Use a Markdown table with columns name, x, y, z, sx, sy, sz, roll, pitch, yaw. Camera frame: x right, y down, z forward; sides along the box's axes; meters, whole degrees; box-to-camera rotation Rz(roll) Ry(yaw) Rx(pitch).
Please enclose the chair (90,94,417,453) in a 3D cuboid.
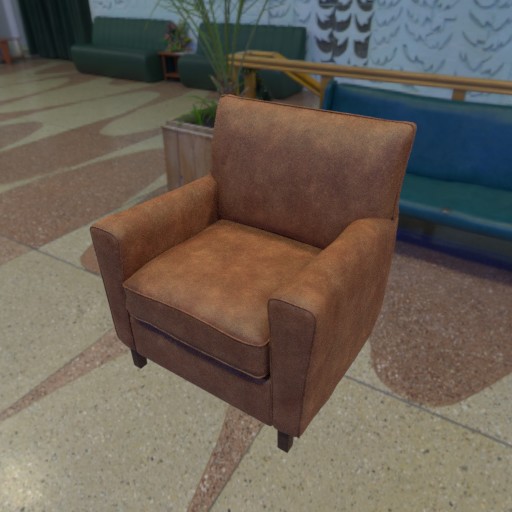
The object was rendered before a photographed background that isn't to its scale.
| name | x | y | z | sx | sy | sz | roll | pitch | yaw |
| --- | --- | --- | --- | --- | --- | --- | --- | --- | --- |
| chair | 0.000 | 0.000 | 1.654 | 0.870 | 0.943 | 0.823 | 19 | 37 | 28 |
